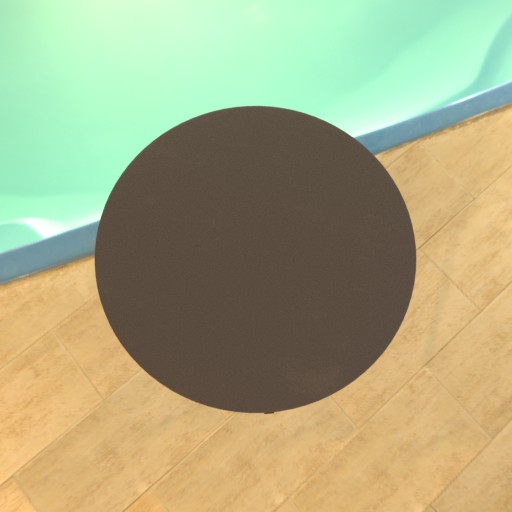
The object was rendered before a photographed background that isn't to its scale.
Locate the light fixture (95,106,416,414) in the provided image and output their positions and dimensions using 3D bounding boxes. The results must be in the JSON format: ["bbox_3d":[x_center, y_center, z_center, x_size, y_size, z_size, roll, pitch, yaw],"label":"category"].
[{"bbox_3d":[0.000,0.000,0.537,0.356,0.102,0.356,0,73,0],"label":"light fixture"}]
